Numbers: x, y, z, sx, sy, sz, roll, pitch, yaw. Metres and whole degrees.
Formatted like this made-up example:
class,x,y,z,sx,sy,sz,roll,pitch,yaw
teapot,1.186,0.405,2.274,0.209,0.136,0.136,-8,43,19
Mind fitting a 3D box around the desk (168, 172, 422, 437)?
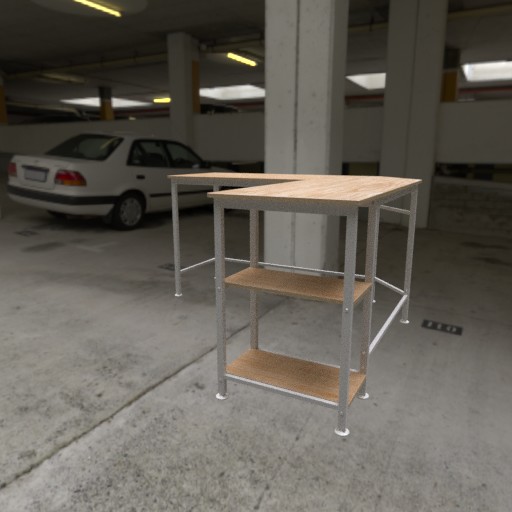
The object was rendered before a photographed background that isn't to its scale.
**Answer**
class,x,y,z,sx,sy,sz,roll,pitch,yaw
desk,0.000,0.000,2.199,1.379,0.739,1.379,7,15,27
